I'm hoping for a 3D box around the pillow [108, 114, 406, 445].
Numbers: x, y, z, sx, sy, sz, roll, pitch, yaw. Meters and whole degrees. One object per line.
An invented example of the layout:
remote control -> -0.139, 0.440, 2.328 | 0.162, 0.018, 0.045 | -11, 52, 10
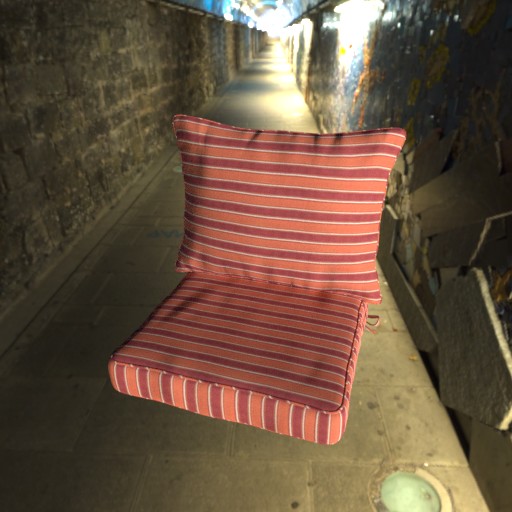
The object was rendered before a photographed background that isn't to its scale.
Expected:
pillow -> 0.000, 0.000, 1.377 | 0.799, 0.723, 0.733 | 8, 28, 16
